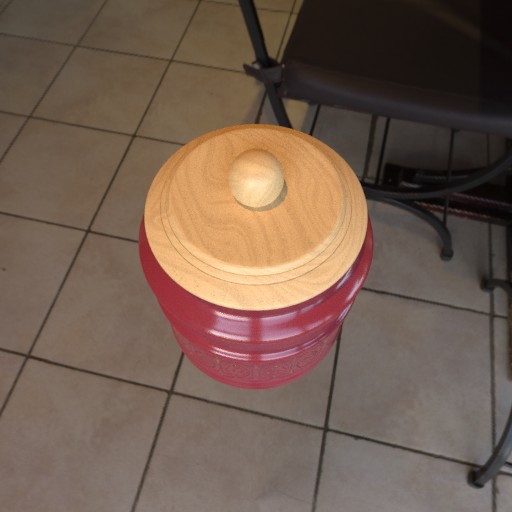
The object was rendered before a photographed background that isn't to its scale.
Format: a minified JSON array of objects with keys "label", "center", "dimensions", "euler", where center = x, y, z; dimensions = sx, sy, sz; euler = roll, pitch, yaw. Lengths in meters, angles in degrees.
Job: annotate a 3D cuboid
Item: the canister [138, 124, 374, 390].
[{"label":"canister","center":[0.000,0.000,0.272],"dimensions":[0.130,0.176,0.130],"euler":[0,61,0]}]
